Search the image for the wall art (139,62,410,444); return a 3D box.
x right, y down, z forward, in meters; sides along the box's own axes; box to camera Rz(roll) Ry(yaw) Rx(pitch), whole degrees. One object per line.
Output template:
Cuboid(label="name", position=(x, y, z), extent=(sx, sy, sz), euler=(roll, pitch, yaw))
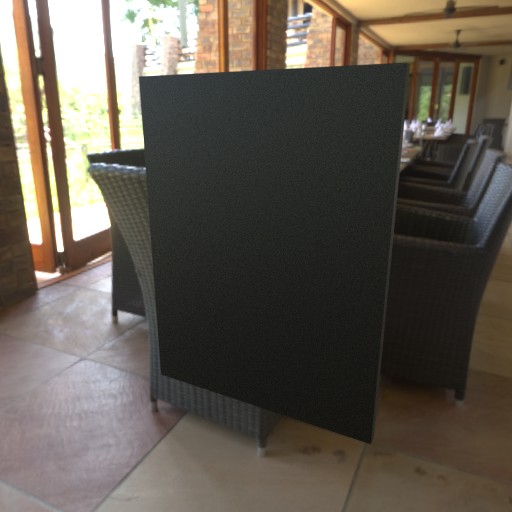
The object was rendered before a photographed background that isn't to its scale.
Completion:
Cuboid(label="wall art", position=(0.000, 0.000, 1.374), extent=(0.806, 1.062, 0.038), euler=(9, 20, 27))
